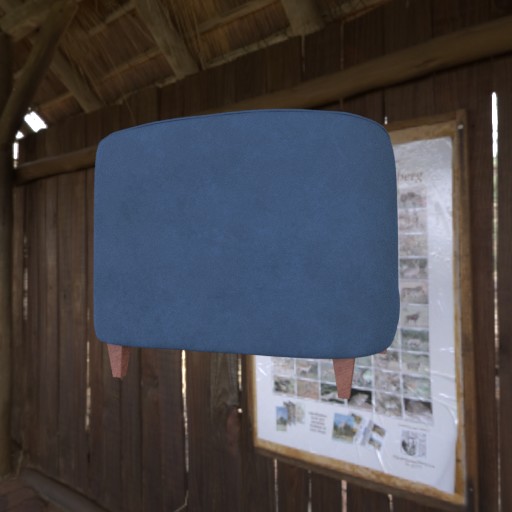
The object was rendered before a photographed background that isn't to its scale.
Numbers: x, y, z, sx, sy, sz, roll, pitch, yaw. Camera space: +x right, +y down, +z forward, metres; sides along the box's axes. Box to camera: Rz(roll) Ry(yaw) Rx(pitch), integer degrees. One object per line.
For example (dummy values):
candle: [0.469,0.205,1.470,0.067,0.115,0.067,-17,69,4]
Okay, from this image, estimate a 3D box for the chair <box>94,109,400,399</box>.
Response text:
chair: [0.000,0.000,1.776,1.094,0.852,0.940,0,-1,18]
